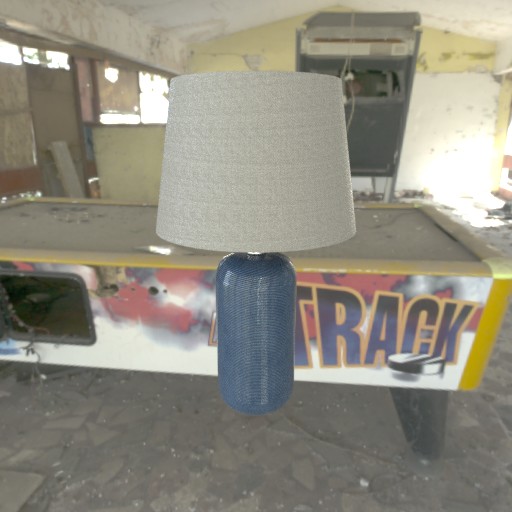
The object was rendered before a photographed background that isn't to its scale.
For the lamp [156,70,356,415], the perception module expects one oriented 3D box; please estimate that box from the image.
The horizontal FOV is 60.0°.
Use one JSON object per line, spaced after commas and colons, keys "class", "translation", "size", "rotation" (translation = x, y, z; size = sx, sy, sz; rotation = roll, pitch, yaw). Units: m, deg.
{"class": "lamp", "translation": [0.000, 0.000, 0.582], "size": [0.253, 0.428, 0.253], "rotation": [0, 16, 0]}
